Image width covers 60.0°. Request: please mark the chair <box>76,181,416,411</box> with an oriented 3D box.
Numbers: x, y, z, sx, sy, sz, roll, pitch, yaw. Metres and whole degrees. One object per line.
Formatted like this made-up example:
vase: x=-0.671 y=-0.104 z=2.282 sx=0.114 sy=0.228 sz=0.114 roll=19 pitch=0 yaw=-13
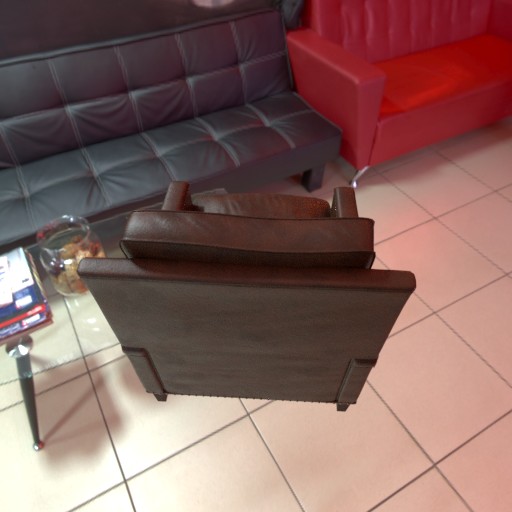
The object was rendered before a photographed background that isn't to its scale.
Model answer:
chair: x=0.000 y=0.000 z=1.767 sx=0.854 sy=1.054 sz=1.035 roll=2 pitch=46 yaw=2
